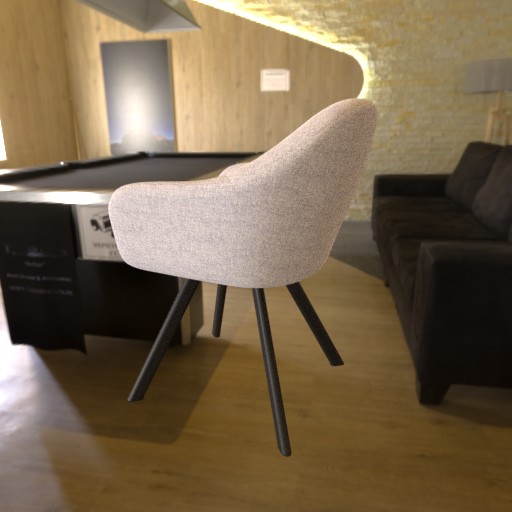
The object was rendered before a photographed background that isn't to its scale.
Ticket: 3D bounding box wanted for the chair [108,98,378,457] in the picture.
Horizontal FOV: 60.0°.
[{"bbox_3d":[0.000,0.000,1.177,0.570,0.780,0.540,8,19,25],"label":"chair"}]
